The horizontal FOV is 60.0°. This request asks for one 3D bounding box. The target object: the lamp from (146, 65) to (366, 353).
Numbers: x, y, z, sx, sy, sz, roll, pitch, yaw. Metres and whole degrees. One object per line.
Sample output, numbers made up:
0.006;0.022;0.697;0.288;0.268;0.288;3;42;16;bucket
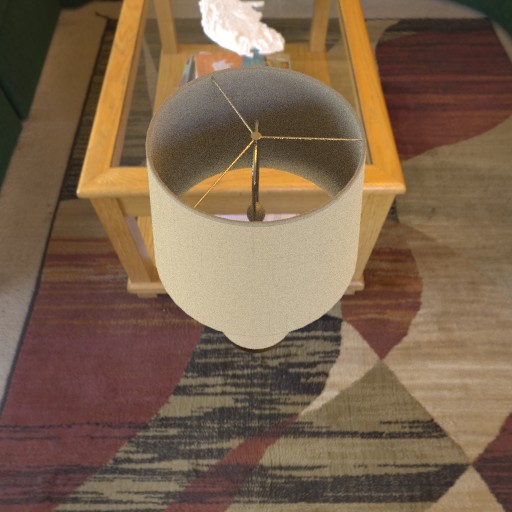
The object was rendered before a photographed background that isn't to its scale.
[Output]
0.000;0.000;0.663;0.285;0.483;0.285;0;59;0;lamp
